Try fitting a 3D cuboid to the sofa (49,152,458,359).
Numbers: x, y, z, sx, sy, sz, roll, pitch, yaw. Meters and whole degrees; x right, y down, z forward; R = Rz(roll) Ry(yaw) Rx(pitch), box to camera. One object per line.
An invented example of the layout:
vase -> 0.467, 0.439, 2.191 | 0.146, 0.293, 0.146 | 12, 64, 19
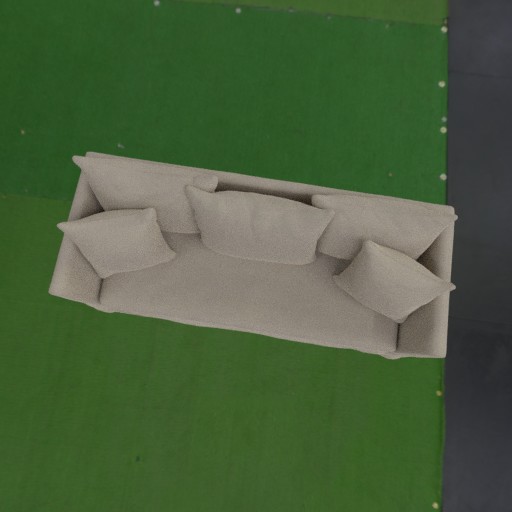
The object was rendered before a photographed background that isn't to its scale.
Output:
sofa -> 0.000, 0.000, 3.055 | 2.499, 1.047, 1.046 | 9, 77, 2
